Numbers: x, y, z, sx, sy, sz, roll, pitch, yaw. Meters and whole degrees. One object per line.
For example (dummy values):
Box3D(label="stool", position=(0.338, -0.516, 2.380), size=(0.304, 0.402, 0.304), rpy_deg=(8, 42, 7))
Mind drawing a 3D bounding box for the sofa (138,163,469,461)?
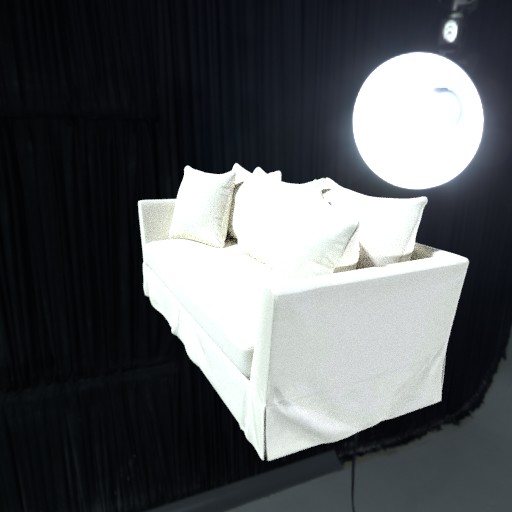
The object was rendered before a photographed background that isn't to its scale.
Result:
Box3D(label="sofa", position=(0.000, 0.000, 2.768), size=(1.031, 1.034, 2.290), rpy_deg=(-7, 17, -25))
